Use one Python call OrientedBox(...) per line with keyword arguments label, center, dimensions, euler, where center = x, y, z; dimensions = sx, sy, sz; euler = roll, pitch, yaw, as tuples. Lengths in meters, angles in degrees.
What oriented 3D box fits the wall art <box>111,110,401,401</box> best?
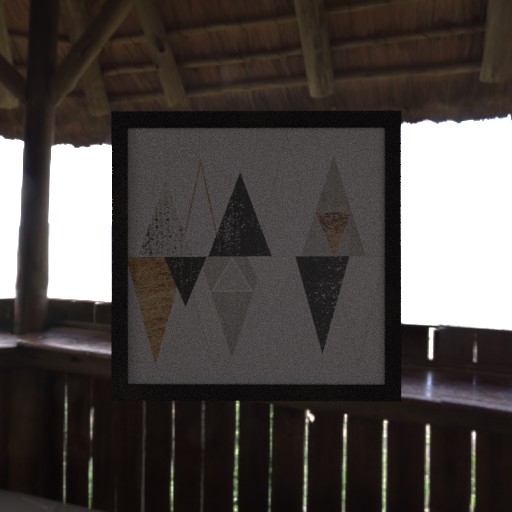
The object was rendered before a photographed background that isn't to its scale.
OrientedBox(label="wall art", center=(0.000, 0.000, 1.265), dimensions=(0.823, 0.823, 0.013), euler=(0, 0, 0))
